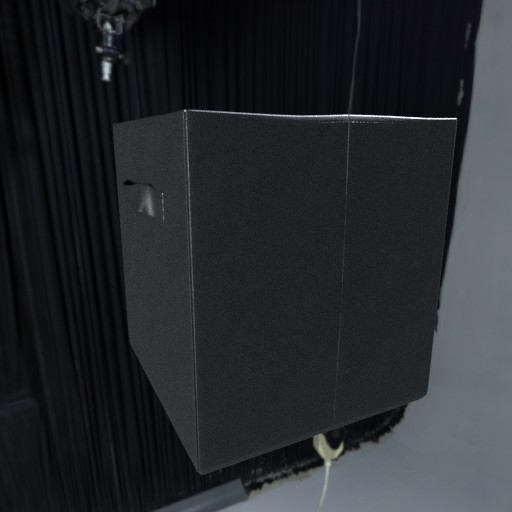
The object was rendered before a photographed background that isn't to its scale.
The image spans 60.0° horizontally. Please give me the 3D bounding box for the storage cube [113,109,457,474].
[{"bbox_3d":[0.000,0.000,0.481,0.270,0.280,0.270,-7,16,-26],"label":"storage cube"}]
